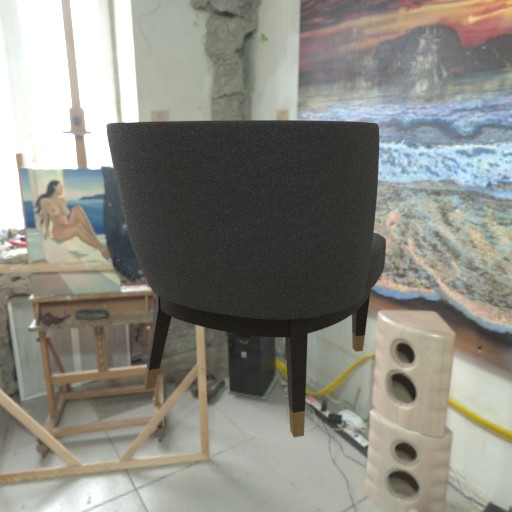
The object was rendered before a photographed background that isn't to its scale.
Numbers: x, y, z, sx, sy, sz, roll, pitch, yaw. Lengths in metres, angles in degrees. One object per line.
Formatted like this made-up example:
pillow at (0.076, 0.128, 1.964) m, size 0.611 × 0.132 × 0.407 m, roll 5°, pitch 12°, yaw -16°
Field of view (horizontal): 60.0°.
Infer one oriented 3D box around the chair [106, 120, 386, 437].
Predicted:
chair at (0.000, 0.000, 1.222) m, size 0.639 × 0.695 × 0.698 m, roll 8°, pitch 17°, yaw 26°
